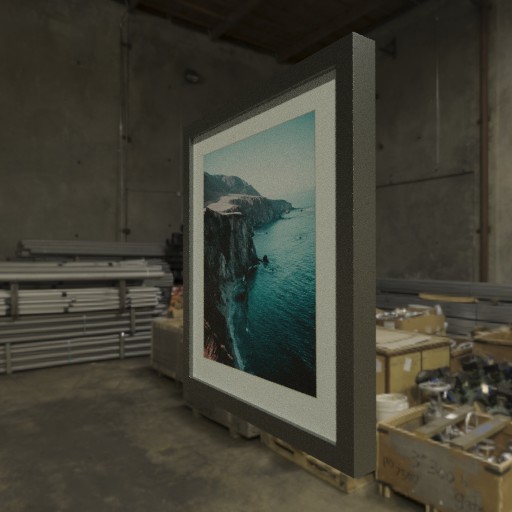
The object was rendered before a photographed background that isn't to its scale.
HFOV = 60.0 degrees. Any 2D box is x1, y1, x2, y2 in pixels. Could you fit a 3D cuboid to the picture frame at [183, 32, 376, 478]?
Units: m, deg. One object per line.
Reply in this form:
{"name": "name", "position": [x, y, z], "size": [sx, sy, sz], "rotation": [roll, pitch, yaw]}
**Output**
{"name": "picture frame", "position": [0.000, 0.000, 1.323], "size": [0.073, 0.968, 0.839], "rotation": [0, -1, -35]}
